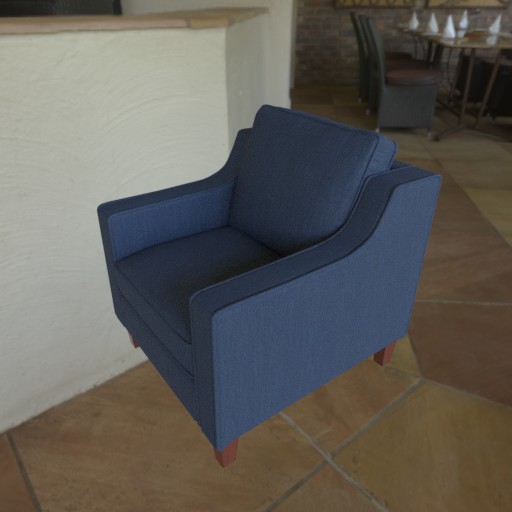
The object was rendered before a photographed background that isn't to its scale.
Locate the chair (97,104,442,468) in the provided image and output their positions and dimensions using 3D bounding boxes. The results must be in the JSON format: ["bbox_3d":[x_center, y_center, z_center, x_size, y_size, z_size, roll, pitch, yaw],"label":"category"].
[{"bbox_3d":[0.000,0.000,1.665,0.909,0.960,0.831,-20,36,-31],"label":"chair"}]
